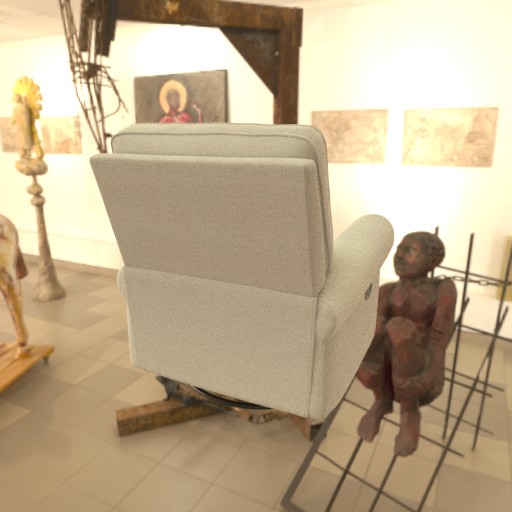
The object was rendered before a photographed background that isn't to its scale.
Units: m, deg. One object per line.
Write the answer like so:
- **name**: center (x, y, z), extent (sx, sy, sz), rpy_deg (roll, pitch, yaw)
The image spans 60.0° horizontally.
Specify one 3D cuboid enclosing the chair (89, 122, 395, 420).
- **chair**: center (0.000, 0.000, 1.676), extent (0.890, 0.960, 0.878), rpy_deg (8, 17, 25)
